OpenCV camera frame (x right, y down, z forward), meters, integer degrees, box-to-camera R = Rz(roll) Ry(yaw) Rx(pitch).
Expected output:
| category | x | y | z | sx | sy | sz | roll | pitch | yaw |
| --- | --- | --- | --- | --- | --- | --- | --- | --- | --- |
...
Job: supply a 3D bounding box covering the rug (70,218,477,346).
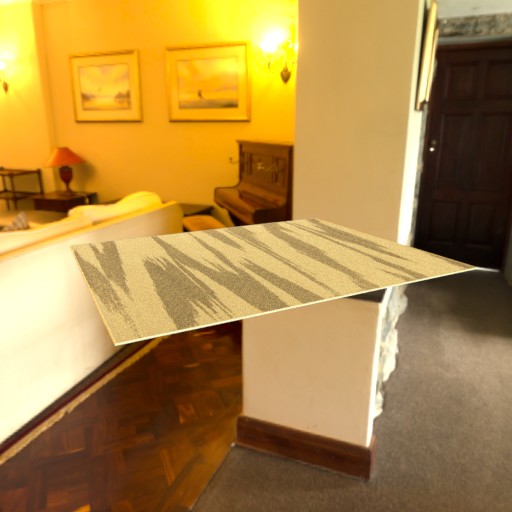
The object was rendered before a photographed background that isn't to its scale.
| category | x | y | z | sx | sy | sz | roll | pitch | yaw |
| --- | --- | --- | --- | --- | --- | --- | --- | --- | --- |
| rug | 0.000 | 0.000 | 4.031 | 2.945 | 0.014 | 2.353 | -8 | 18 | -26 |
